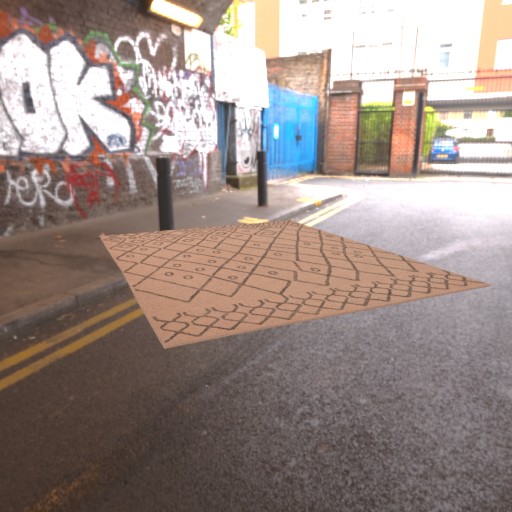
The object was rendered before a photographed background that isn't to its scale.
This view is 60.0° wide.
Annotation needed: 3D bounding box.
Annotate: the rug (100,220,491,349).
[{"bbox_3d":[0.000,0.000,4.116,2.446,0.015,3.046,-7,16,-24],"label":"rug"}]
